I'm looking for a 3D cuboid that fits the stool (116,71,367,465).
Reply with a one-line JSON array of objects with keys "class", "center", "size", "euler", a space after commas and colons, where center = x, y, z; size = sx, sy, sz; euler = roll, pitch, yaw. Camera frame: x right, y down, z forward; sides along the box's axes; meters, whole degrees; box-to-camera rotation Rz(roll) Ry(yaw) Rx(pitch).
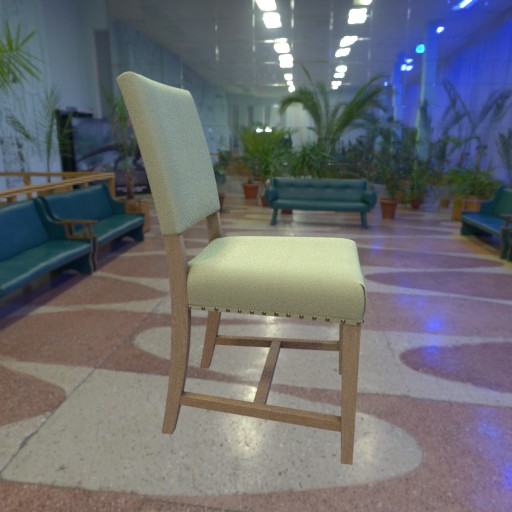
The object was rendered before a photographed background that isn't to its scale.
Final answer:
[{"class": "stool", "center": [0.000, 0.000, 1.330], "size": [0.623, 0.986, 0.508], "euler": [2, 15, 9]}]
